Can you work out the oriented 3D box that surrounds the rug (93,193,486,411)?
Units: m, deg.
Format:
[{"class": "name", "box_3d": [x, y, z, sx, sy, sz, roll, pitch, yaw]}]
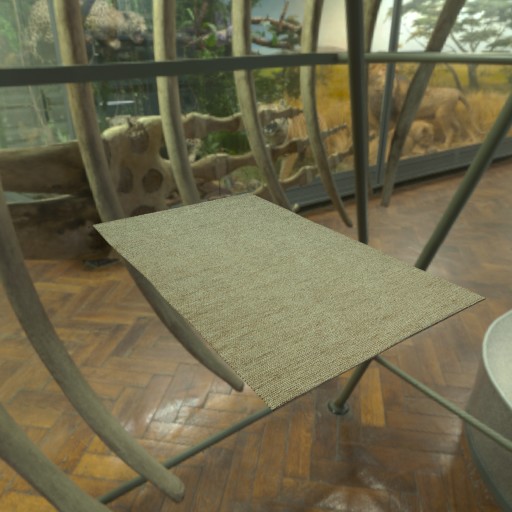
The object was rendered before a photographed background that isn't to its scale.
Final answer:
[{"class": "rug", "box_3d": [0.000, 0.000, 3.059, 1.533, 0.011, 2.439, -17, 30, -31]}]
